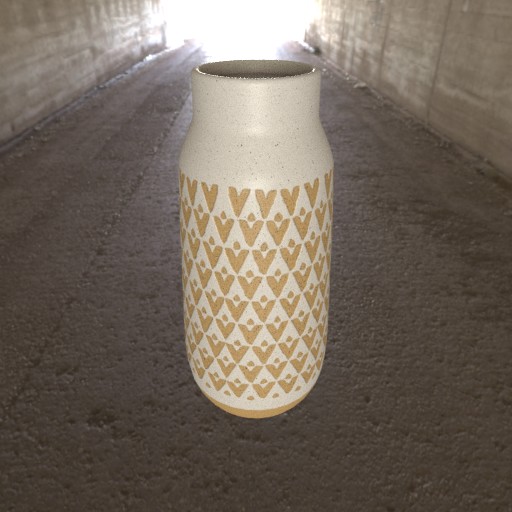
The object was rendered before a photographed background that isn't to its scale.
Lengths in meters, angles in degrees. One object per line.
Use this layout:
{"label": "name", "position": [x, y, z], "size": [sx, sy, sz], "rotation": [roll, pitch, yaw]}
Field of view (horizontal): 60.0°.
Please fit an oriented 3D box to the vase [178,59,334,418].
{"label": "vase", "position": [0.000, 0.000, 0.388], "size": [0.137, 0.307, 0.137], "rotation": [0, 31, 0]}
